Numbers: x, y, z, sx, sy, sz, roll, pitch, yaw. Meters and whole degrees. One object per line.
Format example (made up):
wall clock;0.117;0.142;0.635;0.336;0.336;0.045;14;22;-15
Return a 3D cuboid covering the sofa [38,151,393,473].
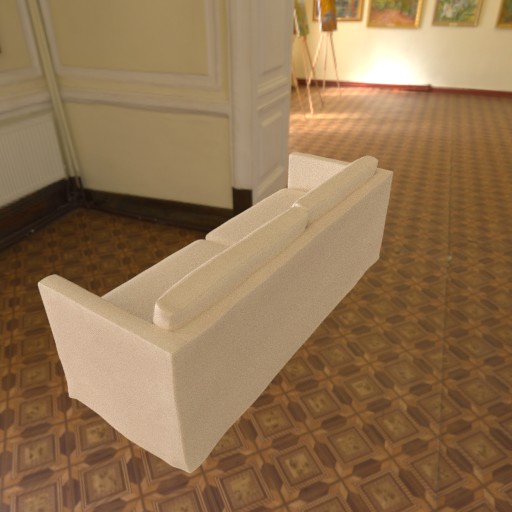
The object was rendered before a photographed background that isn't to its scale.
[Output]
sofa;0.000;0.000;3.269;1.036;0.999;2.779;19;36;29
